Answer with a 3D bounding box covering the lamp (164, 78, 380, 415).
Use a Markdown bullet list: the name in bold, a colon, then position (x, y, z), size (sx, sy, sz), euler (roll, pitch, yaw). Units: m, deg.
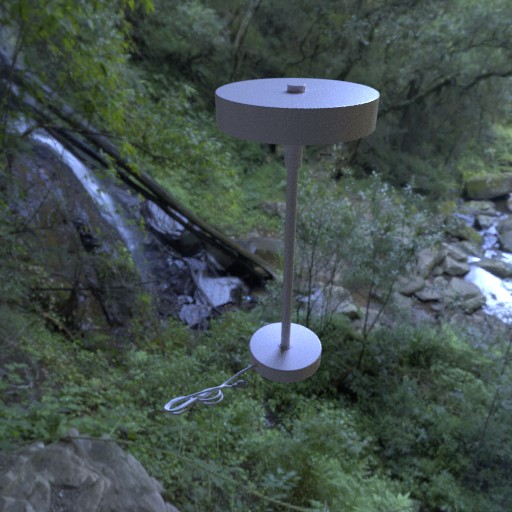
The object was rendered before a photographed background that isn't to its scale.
- **lamp**: position (0.000, 0.000, 0.712), size (0.369, 0.508, 0.229), euler (-20, 36, -31)
